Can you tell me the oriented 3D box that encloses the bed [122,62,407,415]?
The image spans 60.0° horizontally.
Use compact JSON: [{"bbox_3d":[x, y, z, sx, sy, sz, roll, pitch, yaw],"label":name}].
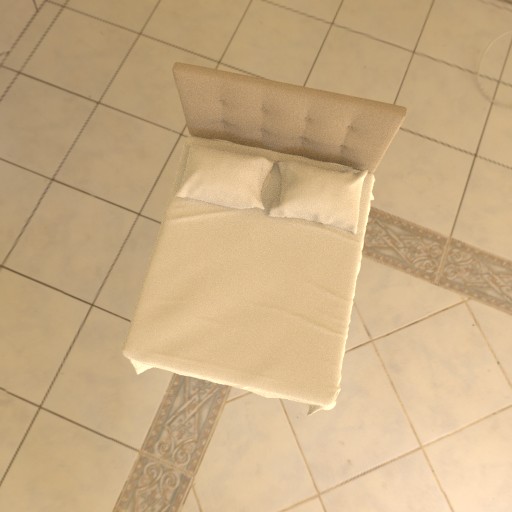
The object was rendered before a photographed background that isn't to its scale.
[{"bbox_3d":[0.000,0.000,3.493,1.936,1.577,2.222,13,75,3],"label":"bed"}]
